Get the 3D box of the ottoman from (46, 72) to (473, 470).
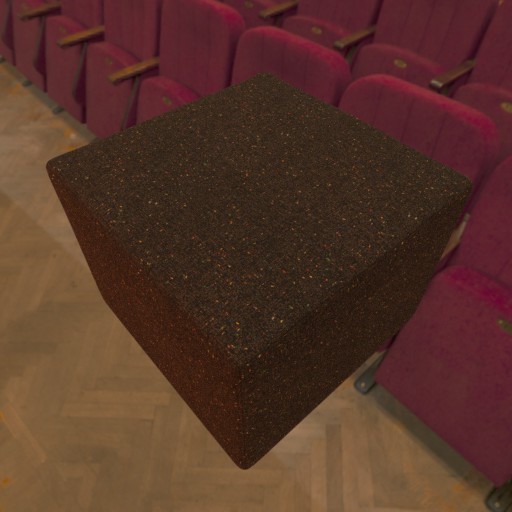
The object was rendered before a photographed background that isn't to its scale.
[{"bbox_3d":[0.000,0.000,0.854,0.508,0.432,0.508,-33,56,-26],"label":"ottoman"}]
